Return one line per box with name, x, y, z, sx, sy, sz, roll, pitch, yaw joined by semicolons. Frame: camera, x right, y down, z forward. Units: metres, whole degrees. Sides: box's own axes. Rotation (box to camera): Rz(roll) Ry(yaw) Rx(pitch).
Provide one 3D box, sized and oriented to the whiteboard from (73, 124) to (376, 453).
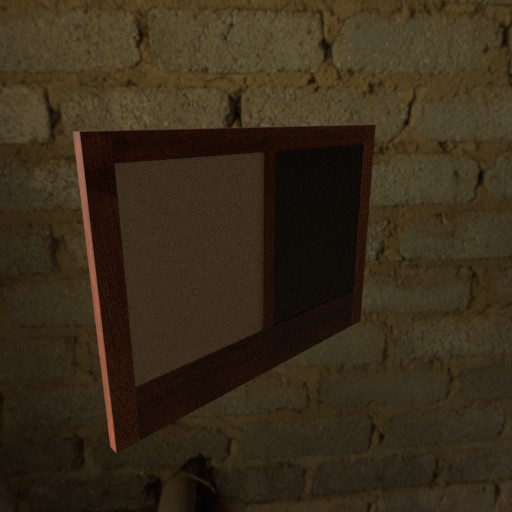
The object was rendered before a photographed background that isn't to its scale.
whiteboard;0.000;0.000;0.988;0.768;0.553;0.083;-16;24;-41
